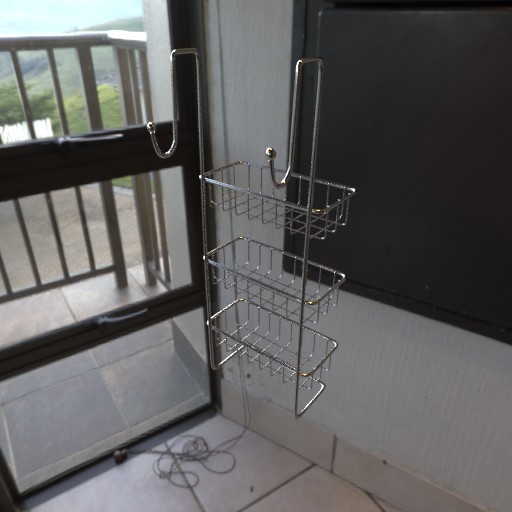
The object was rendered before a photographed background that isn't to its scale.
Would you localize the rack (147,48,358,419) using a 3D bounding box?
[{"bbox_3d":[0.000,0.000,0.682,0.228,0.574,0.202,21,35,33],"label":"rack"}]
